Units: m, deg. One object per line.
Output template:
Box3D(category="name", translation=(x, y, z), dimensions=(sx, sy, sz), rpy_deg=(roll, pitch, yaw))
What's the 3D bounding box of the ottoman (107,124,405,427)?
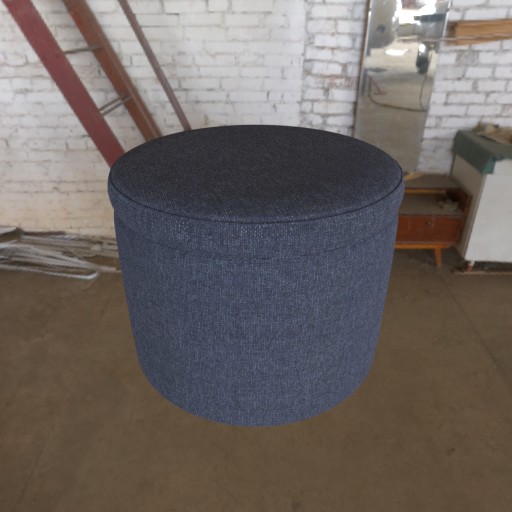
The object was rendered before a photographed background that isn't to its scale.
Box3D(category="ottoman", translation=(0.000, 0.000, 0.891), dimensions=(0.520, 0.430, 0.520), rpy_deg=(0, 30, 0))
